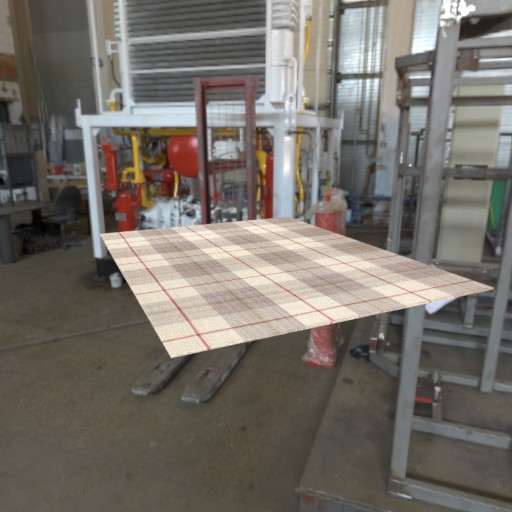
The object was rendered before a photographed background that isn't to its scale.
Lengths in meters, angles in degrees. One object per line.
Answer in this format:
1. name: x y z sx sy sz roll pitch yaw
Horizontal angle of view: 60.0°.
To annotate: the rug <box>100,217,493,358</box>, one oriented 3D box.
1. rug: 0.000 0.000 3.945 2.317 0.016 2.959 -7 17 -24
